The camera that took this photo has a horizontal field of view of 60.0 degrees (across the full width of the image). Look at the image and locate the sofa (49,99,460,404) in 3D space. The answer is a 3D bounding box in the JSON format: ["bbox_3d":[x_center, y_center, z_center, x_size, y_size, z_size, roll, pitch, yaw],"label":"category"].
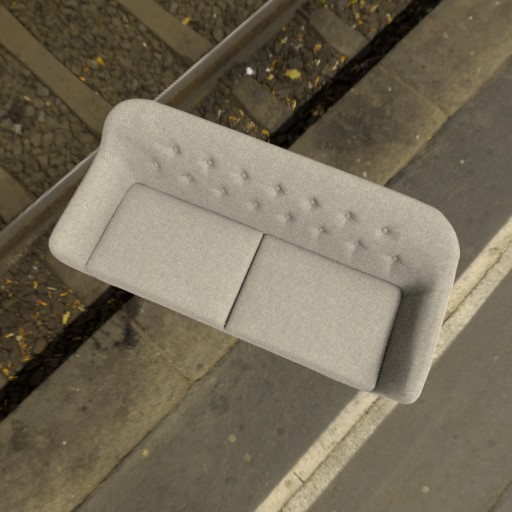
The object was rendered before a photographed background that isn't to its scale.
[{"bbox_3d":[0.000,0.000,2.233,1.840,0.820,0.820,22,76,6],"label":"sofa"}]
